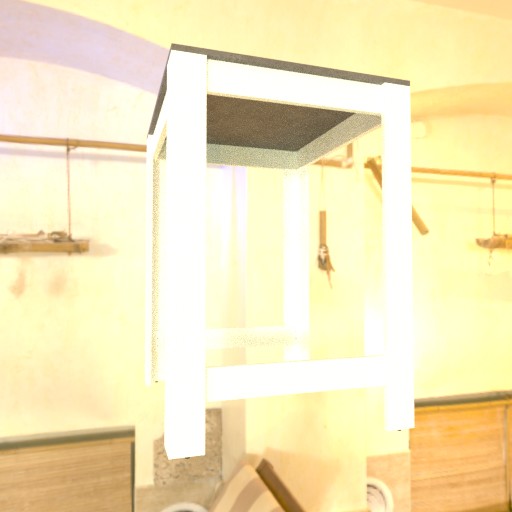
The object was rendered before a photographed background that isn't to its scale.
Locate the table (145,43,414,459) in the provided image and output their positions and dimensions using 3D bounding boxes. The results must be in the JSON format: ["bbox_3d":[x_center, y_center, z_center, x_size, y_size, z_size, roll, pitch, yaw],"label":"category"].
[{"bbox_3d":[0.000,0.000,1.566,0.700,1.020,0.800,1,-2,-18],"label":"table"}]
